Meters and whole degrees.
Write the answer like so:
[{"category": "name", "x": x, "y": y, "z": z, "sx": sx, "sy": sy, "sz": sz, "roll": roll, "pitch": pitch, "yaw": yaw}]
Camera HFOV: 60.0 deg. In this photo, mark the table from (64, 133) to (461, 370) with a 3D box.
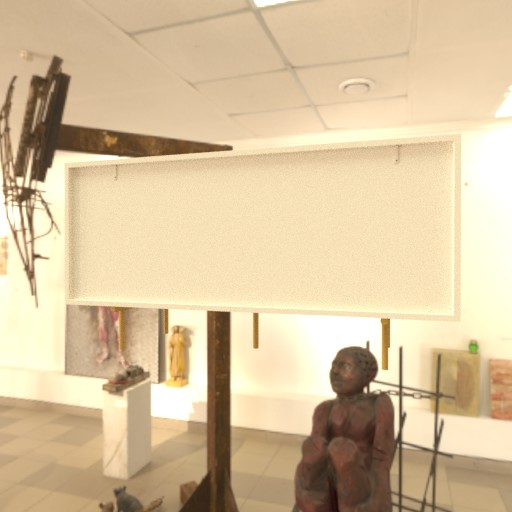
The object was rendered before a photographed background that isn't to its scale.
[{"category": "table", "x": 0.000, "y": 0.000, "z": 1.849, "sx": 1.500, "sy": 0.769, "sz": 0.508, "roll": 0, "pitch": 1, "yaw": 18}]
